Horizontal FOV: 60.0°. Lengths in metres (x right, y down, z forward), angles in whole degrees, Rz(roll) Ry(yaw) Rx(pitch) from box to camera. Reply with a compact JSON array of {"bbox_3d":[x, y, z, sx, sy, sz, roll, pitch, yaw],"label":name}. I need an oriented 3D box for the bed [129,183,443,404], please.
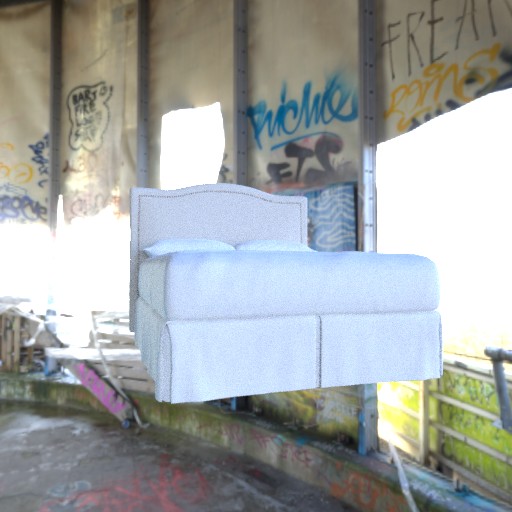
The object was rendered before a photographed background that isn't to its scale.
[{"bbox_3d":[0.000,0.000,3.327,1.753,1.460,2.143,0,-1,-18],"label":"bed"}]
